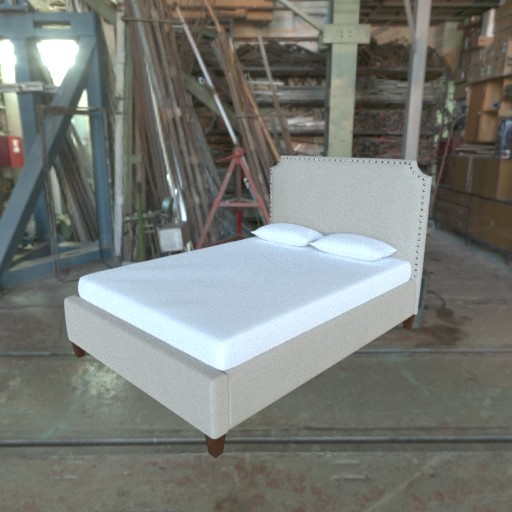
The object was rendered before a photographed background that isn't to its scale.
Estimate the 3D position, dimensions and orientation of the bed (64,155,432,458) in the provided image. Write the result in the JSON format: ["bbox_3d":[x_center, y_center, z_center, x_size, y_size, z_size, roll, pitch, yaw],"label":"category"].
[{"bbox_3d":[0.000,0.000,3.466,1.713,1.443,2.372,14,20,42],"label":"bed"}]
